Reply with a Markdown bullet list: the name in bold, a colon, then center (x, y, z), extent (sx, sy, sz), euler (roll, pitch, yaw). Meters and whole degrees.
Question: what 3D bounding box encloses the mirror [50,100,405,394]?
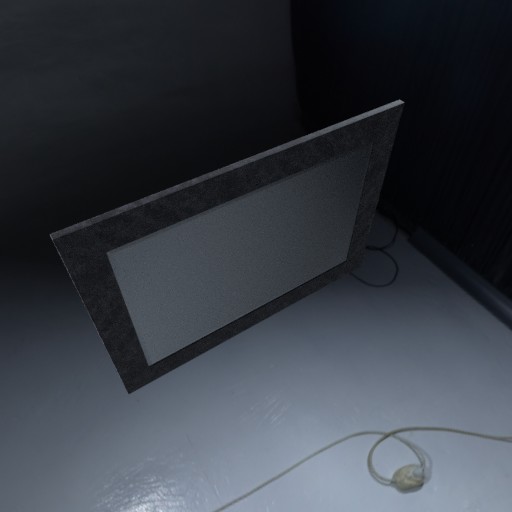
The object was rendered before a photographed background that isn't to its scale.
- **mirror**: center (0.000, 0.000, 1.496), extent (1.101, 0.795, 0.022), euler (-26, 53, -21)
